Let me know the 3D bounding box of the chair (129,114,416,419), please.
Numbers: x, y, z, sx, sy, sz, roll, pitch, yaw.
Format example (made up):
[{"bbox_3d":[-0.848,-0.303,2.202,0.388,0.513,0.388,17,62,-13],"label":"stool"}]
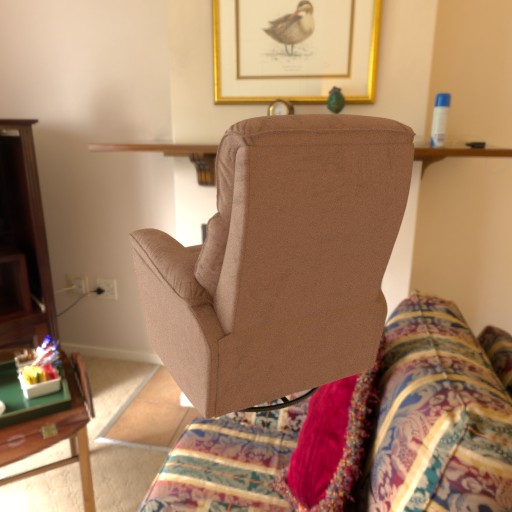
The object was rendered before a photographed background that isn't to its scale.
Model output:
[{"bbox_3d":[0.000,0.000,1.737,0.820,1.037,1.004,-8,18,-26],"label":"chair"}]
